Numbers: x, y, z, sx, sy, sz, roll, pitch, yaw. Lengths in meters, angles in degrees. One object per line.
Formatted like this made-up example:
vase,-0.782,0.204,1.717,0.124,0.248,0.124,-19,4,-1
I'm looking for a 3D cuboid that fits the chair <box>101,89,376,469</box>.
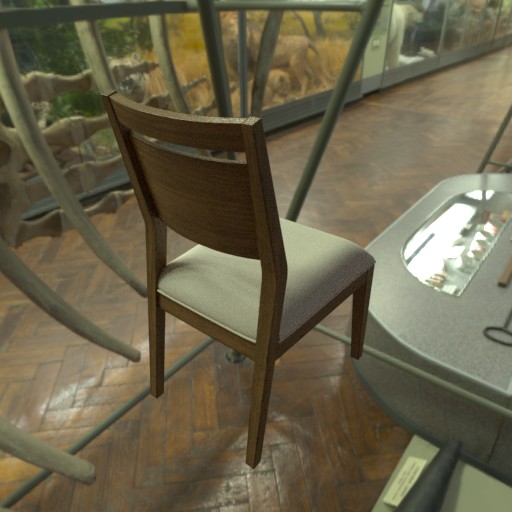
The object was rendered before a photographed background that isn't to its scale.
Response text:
chair,0.000,0.000,1.278,0.497,0.939,0.610,22,37,32
